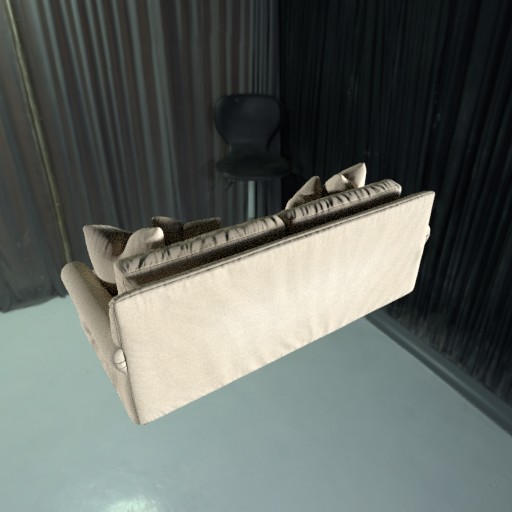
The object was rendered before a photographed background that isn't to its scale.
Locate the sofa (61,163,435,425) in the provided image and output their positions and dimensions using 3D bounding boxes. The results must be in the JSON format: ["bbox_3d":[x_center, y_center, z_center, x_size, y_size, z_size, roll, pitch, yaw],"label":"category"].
[{"bbox_3d":[0.000,0.000,2.929,2.285,0.904,1.067,-19,36,-29],"label":"sofa"}]
